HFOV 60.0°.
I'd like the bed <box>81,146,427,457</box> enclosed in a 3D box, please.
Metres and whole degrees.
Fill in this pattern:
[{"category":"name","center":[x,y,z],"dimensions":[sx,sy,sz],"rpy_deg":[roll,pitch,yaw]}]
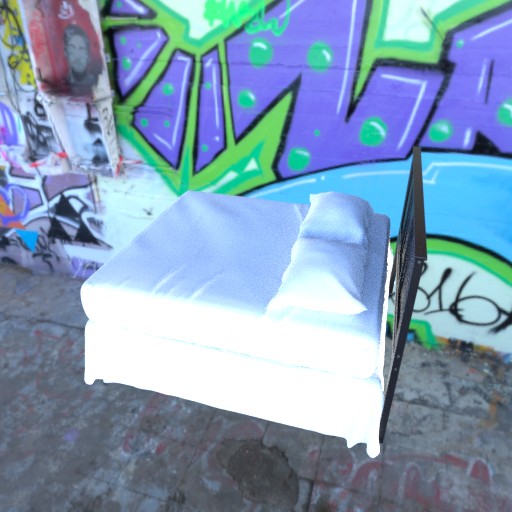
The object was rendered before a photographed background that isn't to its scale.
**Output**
[{"category":"bed","center":[0.000,0.000,3.148],"dimensions":[2.050,1.270,1.870],"rpy_deg":[9,32,14]}]
